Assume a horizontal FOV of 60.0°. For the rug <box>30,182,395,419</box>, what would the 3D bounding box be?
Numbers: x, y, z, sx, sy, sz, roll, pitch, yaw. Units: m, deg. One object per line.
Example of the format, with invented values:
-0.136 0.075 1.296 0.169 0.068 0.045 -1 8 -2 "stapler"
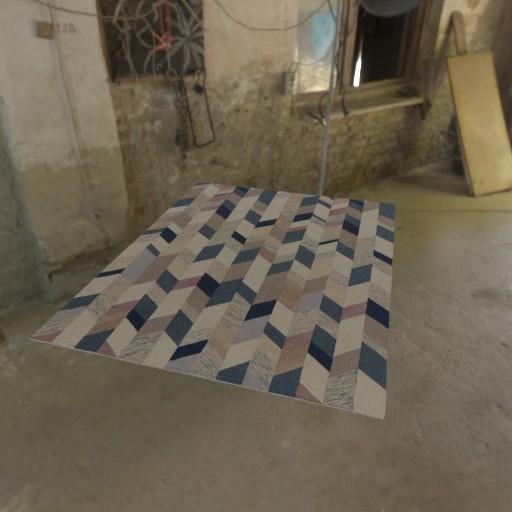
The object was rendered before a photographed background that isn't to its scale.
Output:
0.000 0.000 4.105 2.451 0.011 3.072 9 32 14 "rug"
